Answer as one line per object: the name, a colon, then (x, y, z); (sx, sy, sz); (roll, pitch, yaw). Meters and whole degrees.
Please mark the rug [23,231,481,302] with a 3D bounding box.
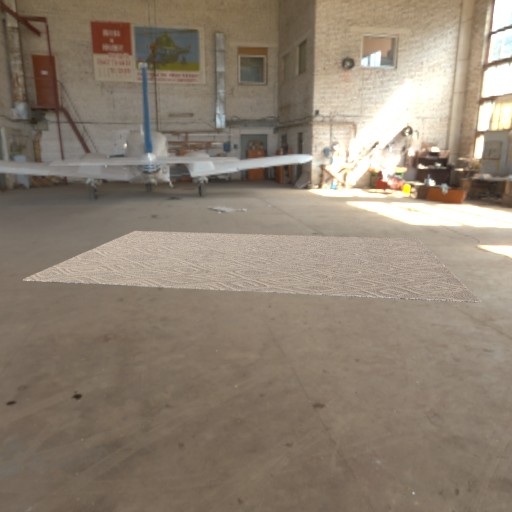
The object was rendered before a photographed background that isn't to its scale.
rug: (0.000, 0.000, 3.053); (2.442, 0.010, 1.546); (2, 14, 8)
